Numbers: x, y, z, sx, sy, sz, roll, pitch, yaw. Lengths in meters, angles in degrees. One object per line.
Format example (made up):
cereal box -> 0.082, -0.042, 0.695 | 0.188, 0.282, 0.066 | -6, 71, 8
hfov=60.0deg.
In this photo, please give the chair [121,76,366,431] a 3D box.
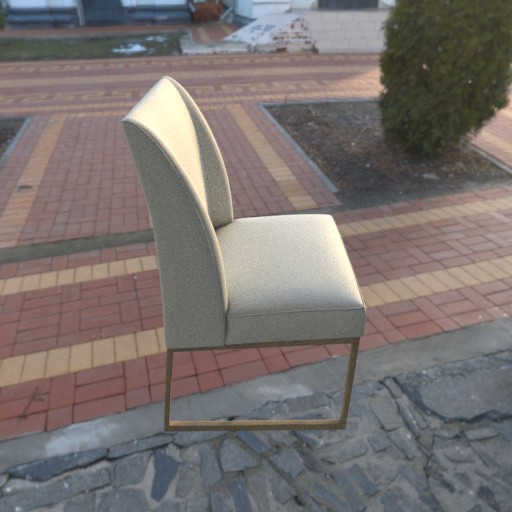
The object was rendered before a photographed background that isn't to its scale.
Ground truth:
chair -> 0.000, 0.000, 1.224 | 0.522, 0.863, 0.508 | 0, 31, -1
